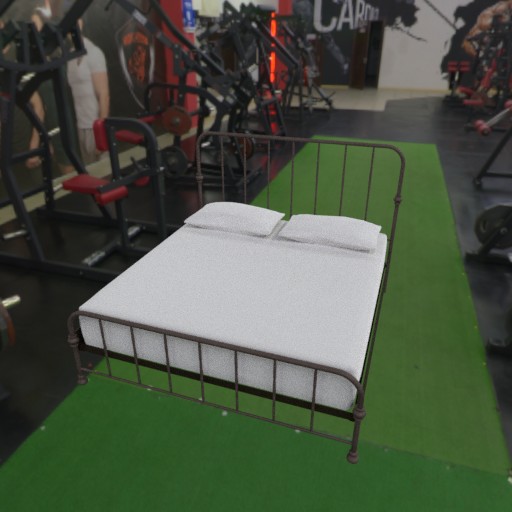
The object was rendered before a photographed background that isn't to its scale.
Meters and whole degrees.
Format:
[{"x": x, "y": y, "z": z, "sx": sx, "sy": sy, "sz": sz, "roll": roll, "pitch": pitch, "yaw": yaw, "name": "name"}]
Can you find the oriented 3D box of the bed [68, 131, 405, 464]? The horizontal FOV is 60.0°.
[{"x": 0.000, "y": 0.000, "z": 3.509, "sx": 2.044, "sy": 1.446, "sz": 2.134, "roll": 9, "pitch": 28, "yaw": 17, "name": "bed"}]
